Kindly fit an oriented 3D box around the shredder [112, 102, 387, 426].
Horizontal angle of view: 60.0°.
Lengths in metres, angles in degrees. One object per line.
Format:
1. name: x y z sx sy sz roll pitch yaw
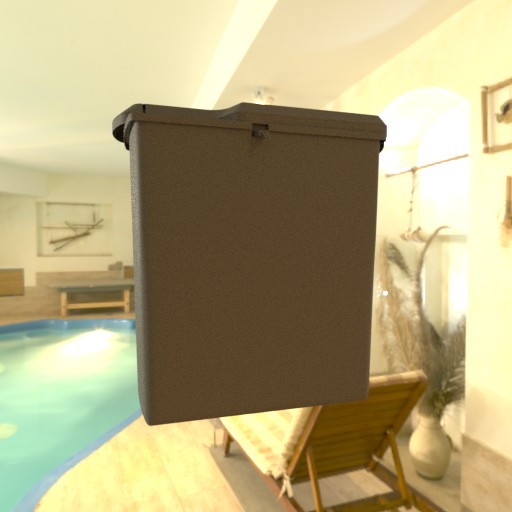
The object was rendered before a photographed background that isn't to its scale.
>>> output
1. shredder: 0.000 0.000 0.522 0.320 0.335 0.170 -1 2 -17
